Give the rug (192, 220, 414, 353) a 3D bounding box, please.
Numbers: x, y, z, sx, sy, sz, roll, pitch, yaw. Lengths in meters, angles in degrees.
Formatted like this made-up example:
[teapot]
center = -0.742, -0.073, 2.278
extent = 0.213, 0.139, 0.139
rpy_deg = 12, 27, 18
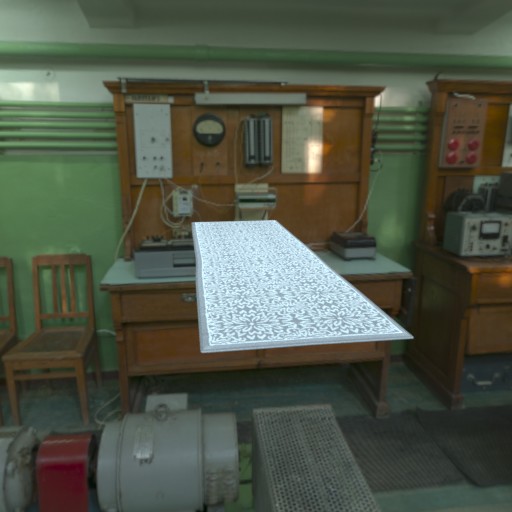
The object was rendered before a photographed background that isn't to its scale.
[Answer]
[rug]
center = 0.000, 0.000, 2.384
extent = 0.662, 0.011, 2.196
rpy_deg = -2, 14, -8
